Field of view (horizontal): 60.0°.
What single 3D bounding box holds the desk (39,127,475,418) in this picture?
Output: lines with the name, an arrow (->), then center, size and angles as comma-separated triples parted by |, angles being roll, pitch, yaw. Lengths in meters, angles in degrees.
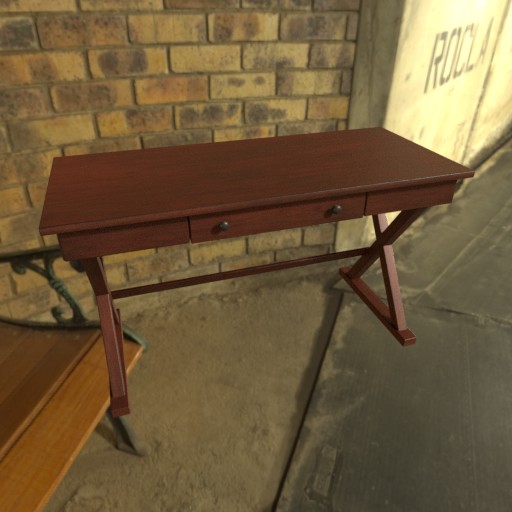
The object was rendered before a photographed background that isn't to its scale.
desk -> 0.000, 0.000, 1.762 | 1.372, 0.761, 0.600 | -9, 32, -15
